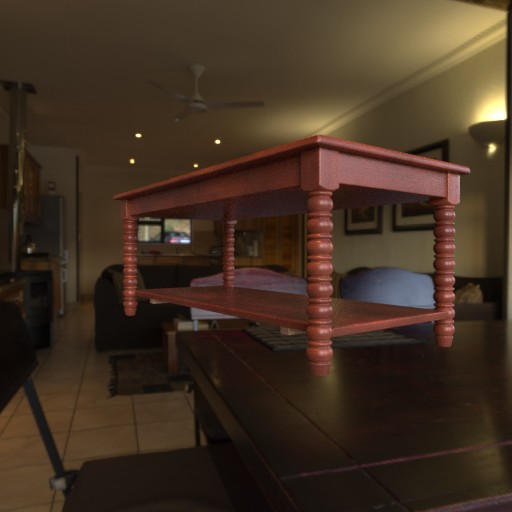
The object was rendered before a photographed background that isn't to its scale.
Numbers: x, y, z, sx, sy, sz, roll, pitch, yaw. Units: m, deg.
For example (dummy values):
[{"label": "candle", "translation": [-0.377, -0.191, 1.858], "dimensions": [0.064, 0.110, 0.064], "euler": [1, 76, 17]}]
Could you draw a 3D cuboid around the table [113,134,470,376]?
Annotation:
[{"label": "table", "translation": [0.000, 0.000, 1.493], "dimensions": [0.580, 0.485, 1.171], "euler": [0, 1, -37]}]
